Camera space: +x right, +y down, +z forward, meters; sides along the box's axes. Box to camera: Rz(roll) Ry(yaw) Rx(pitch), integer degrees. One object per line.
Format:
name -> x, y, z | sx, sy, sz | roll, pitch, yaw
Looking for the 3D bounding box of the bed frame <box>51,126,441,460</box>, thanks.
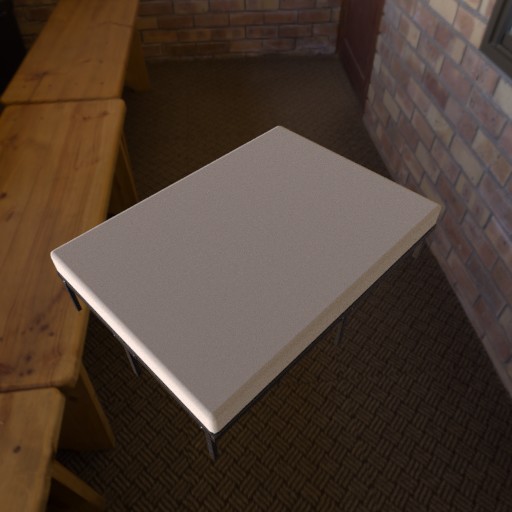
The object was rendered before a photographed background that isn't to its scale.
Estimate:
bed frame -> 0.000, 0.000, 3.802 | 2.842, 0.680, 2.205 | -30, 53, -25
